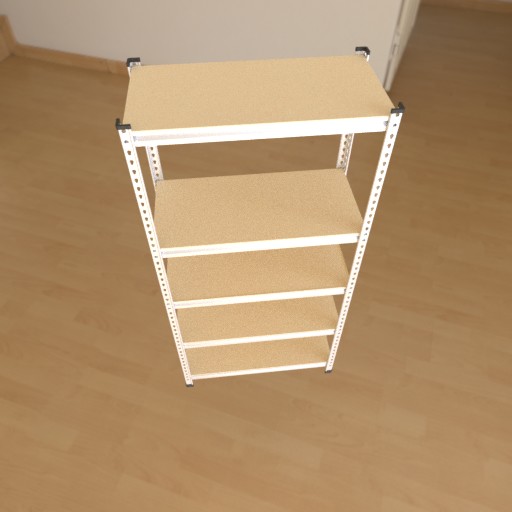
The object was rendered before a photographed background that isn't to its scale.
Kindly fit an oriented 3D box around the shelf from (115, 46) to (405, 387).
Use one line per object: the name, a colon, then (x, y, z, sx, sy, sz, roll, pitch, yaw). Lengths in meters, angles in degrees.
shelf: (0.000, 0.000, 2.217, 0.914, 1.829, 0.457, -5, 49, -4)
